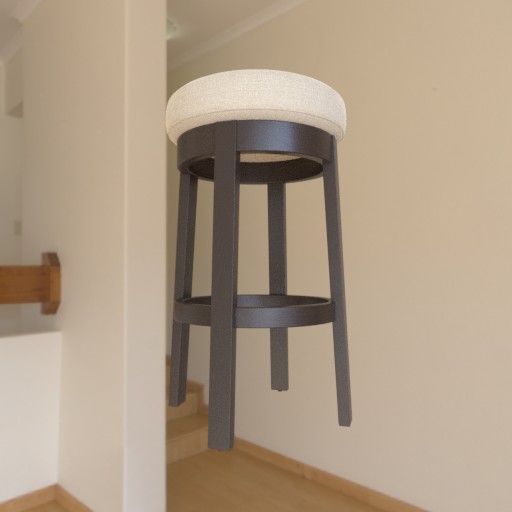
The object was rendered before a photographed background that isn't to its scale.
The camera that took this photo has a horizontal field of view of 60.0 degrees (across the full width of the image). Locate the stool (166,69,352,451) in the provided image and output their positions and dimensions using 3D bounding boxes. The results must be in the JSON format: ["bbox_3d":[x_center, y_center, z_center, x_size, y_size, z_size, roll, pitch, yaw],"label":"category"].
[{"bbox_3d":[0.000,0.000,1.064,0.446,0.758,0.446,0,-1,0],"label":"stool"}]
